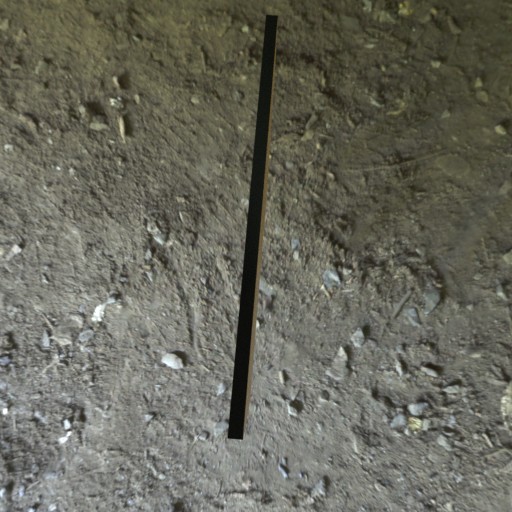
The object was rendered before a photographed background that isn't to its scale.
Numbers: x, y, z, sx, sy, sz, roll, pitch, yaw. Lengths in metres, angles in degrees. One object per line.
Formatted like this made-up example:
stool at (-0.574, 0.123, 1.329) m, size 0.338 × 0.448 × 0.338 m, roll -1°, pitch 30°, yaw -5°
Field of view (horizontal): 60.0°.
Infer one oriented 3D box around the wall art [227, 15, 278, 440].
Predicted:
wall art at (0.000, 0.000, 0.657) m, size 0.014 × 0.445 × 0.446 m, roll 4°, pitch 76°, yaw 1°
